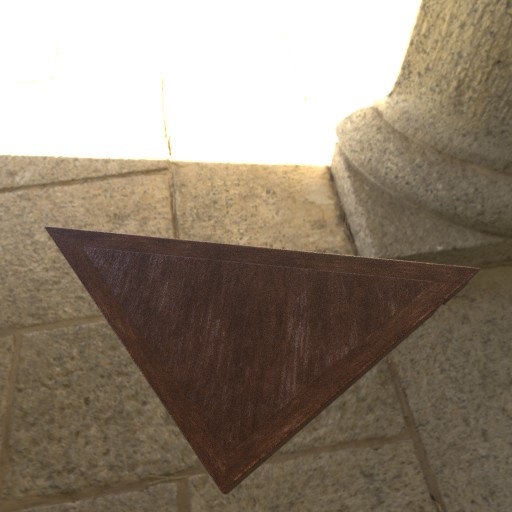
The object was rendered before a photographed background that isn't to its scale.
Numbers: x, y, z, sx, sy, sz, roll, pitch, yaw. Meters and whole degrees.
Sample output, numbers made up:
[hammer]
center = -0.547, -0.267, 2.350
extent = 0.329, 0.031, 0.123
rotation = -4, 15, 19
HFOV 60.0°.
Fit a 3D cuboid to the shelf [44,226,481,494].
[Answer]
[shelf]
center = 0.000, 0.000, 0.436
extent = 0.296, 0.035, 0.296
rotation = -34, 64, -19
